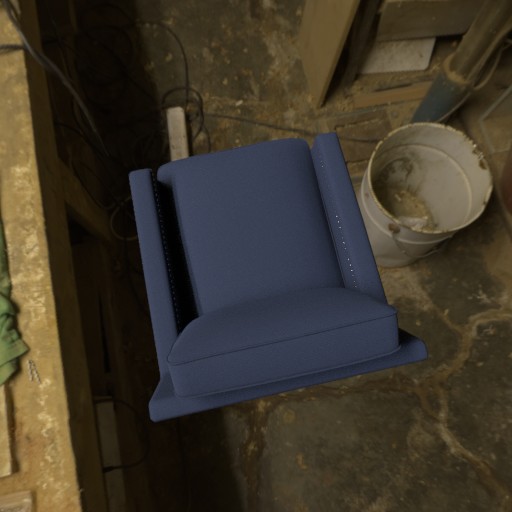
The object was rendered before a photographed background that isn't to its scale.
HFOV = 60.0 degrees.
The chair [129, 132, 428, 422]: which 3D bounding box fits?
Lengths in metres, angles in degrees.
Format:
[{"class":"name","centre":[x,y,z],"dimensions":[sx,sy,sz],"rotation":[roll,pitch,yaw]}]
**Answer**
[{"class":"chair","centre":[0.000,0.000,1.745],"dimensions":[0.853,0.943,1.014],"rotation":[-12,76,-3]}]
